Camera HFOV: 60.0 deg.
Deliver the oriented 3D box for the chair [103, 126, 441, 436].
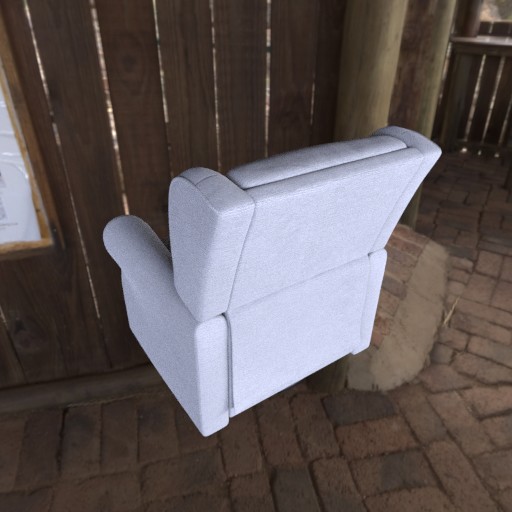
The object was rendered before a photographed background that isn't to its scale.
[{"bbox_3d":[0.000,0.000,1.654,0.906,0.966,0.854,-19,35,-29],"label":"chair"}]
